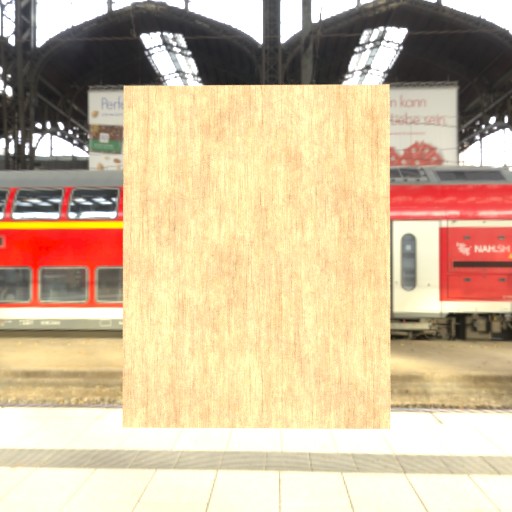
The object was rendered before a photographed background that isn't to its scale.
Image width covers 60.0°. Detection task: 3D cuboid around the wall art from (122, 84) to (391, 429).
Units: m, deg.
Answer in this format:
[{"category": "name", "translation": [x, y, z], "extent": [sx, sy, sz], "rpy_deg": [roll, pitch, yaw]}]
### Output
[{"category": "wall art", "translation": [0.000, 0.000, 0.894], "extent": [0.534, 0.686, 0.018], "rpy_deg": [0, -1, 1]}]
